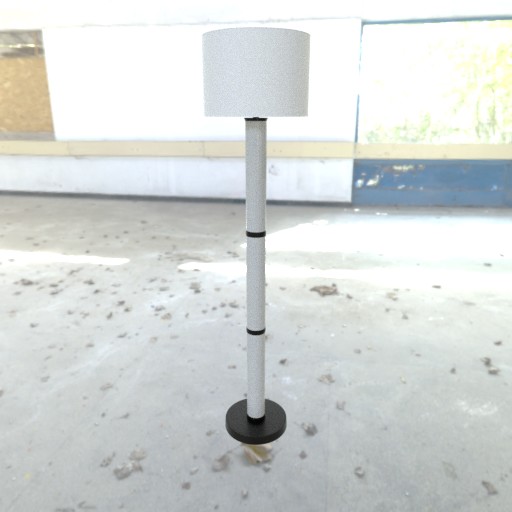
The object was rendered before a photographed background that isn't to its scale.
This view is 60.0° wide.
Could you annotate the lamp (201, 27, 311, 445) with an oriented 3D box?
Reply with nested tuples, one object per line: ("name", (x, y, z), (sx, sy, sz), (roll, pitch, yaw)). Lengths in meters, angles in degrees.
("lamp", (0.000, 0.000, 1.772), (0.377, 1.599, 0.377), (3, 18, 10))
